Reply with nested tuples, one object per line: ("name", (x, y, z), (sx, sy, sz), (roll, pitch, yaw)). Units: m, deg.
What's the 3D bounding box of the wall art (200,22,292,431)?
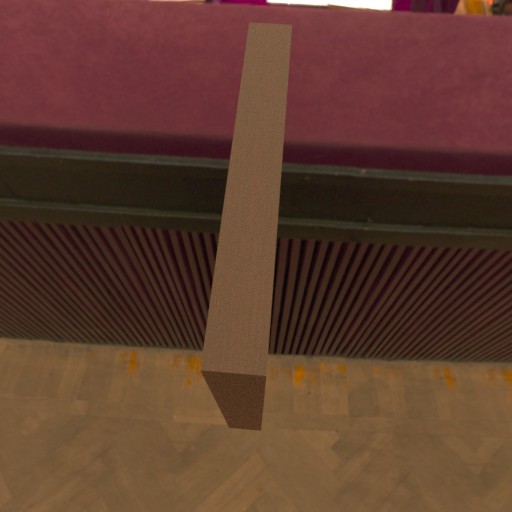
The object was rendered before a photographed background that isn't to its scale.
("wall art", (0.000, 0.000, 0.455), (0.038, 0.303, 0.304), (4, 63, 2))
